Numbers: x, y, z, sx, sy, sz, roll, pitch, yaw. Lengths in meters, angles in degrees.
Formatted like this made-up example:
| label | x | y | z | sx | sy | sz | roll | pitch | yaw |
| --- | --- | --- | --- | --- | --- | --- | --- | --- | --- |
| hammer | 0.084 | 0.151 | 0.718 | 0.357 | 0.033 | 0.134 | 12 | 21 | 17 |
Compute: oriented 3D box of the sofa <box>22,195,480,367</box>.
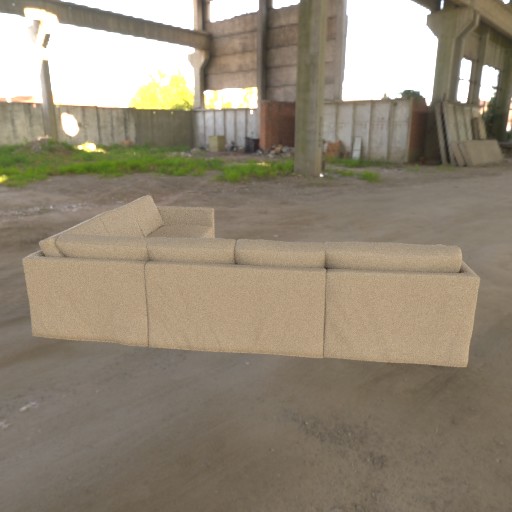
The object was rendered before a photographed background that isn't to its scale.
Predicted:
| label | x | y | z | sx | sy | sz | roll | pitch | yaw |
| --- | --- | --- | --- | --- | --- | --- | --- | --- | --- |
| sofa | 0.000 | 0.000 | 4.511 | 3.528 | 0.878 | 2.476 | 2 | 17 | 7 |
